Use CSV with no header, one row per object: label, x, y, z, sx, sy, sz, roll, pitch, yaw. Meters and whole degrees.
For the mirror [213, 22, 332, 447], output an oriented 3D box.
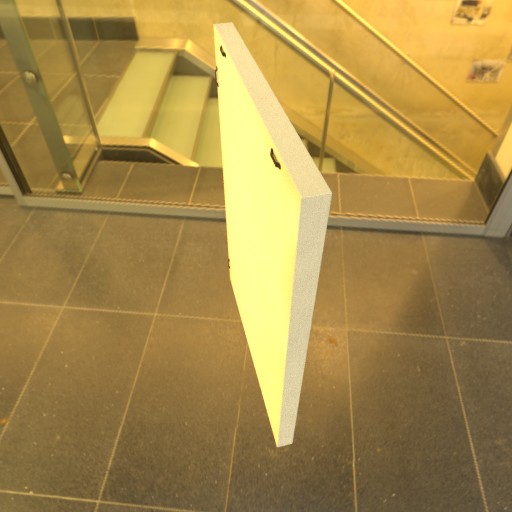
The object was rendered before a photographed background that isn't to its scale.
mirror,0.000,0.000,0.895,0.040,0.710,0.507,-10,48,-10
